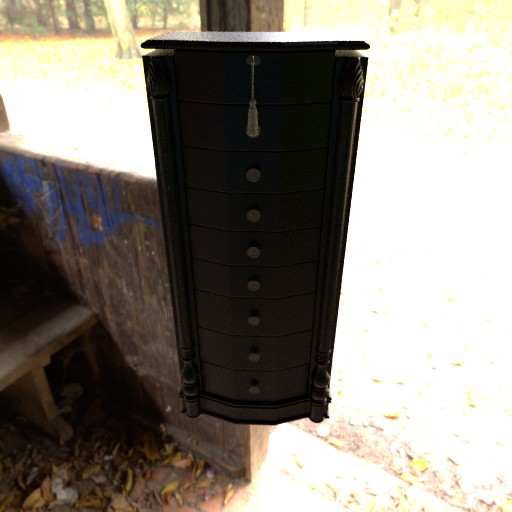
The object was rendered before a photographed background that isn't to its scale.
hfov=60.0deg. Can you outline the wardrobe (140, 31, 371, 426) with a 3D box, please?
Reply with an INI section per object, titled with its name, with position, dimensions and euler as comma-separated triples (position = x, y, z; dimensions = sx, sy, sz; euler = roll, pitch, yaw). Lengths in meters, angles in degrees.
[wardrobe]
position = 0.000, 0.000, 1.138
dimensions = 0.444, 1.011, 0.295
euler = 1, 31, 2
